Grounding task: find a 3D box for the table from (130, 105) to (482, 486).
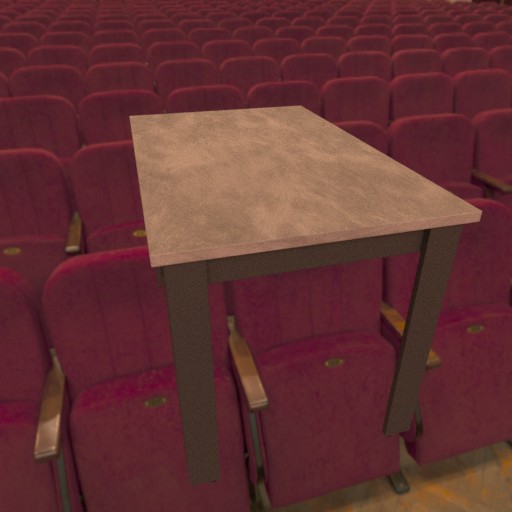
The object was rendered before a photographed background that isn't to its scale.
[{"bbox_3d":[0.000,0.000,1.509,0.700,0.734,1.100,-8,31,-13],"label":"table"}]
